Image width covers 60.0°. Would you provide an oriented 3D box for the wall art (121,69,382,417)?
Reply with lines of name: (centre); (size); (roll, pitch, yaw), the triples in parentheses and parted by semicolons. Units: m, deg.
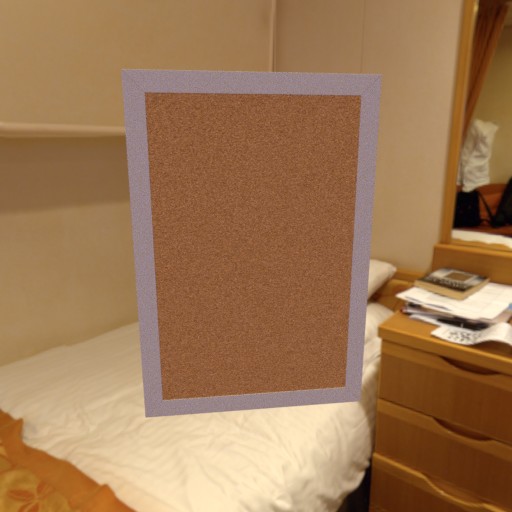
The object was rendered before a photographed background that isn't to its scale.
wall art: (0.000, 0.000, 0.851); (0.454, 0.659, 0.011); (-2, 14, -7)
